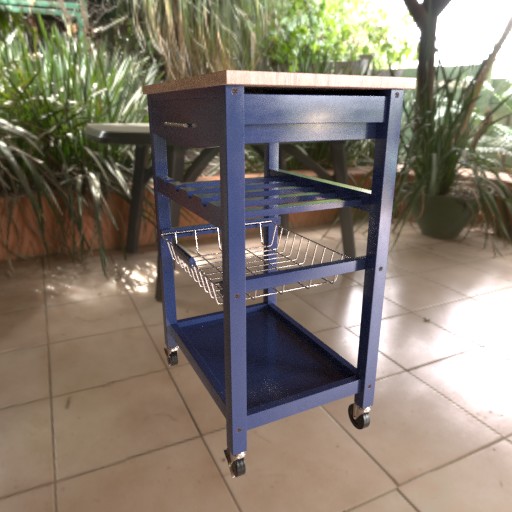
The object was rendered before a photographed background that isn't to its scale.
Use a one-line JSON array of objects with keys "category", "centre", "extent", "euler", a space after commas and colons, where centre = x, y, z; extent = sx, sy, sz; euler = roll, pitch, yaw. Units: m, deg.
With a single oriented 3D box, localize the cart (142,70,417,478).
[{"category": "cart", "centre": [0.000, 0.000, 1.150], "extent": [0.403, 0.839, 0.584], "euler": [-9, 20, -25]}]
